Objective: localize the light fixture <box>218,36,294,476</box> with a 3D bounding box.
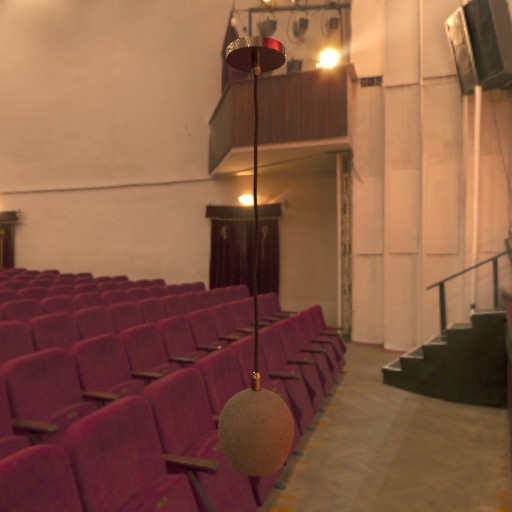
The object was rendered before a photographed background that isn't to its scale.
[{"bbox_3d":[0.000,0.000,0.821,0.139,0.764,0.139,0,-1,19],"label":"light fixture"}]
